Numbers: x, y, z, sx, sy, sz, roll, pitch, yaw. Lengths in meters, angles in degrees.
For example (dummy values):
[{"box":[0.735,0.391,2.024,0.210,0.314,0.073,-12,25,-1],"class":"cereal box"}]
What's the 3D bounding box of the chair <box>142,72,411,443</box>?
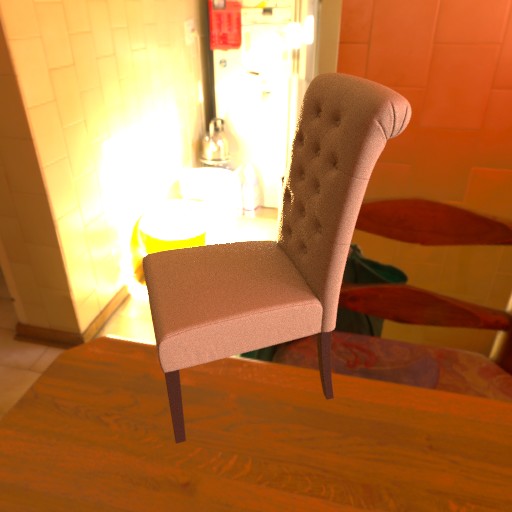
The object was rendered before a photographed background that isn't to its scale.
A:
[{"box":[0.000,0.000,1.362,0.671,1.006,0.456,-9,31,-15],"class":"chair"}]
